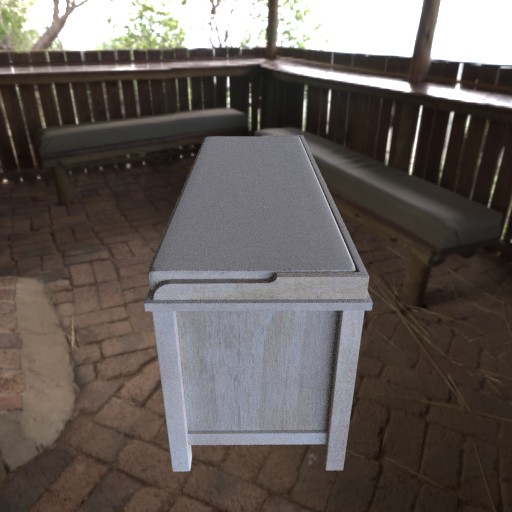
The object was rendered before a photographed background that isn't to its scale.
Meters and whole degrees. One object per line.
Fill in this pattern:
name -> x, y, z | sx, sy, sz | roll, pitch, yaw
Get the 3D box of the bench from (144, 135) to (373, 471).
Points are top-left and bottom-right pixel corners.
bench -> 0.000, 0.000, 1.371 | 0.398, 0.501, 1.140 | 0, 27, 0
